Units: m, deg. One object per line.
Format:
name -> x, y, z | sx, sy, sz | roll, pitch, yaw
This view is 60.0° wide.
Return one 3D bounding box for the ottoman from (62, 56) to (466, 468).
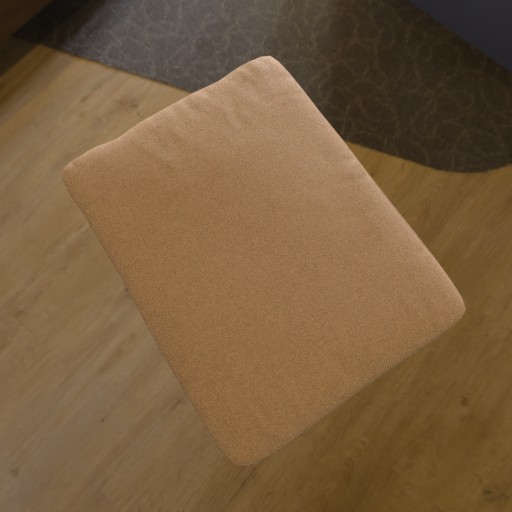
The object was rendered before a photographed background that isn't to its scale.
ottoman -> 0.000, 0.000, 1.307 | 0.692, 0.511, 0.902 | -32, 78, -8
